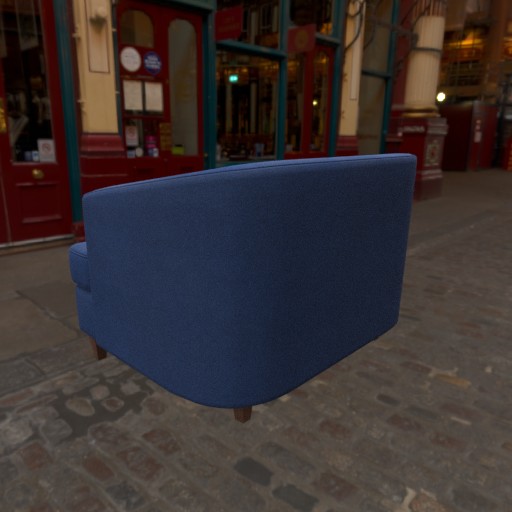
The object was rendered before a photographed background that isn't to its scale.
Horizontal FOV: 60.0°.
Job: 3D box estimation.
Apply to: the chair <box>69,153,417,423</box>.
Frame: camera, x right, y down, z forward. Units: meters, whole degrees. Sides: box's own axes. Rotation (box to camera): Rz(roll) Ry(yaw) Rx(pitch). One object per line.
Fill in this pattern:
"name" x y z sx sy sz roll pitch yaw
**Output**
"chair" 0.000 0.000 1.737 0.914 0.787 1.118 14 21 42
